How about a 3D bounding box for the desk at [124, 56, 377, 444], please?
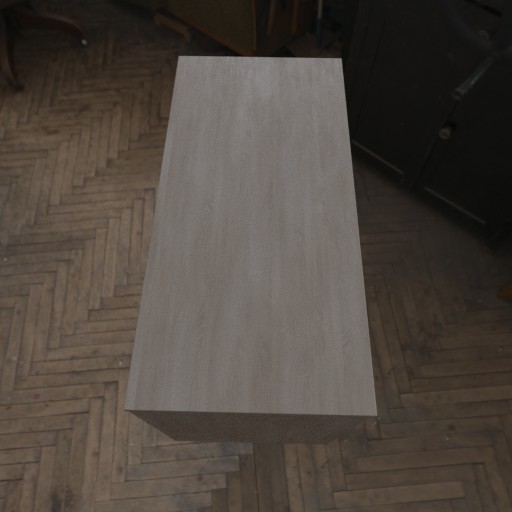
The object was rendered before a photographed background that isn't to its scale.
[{"bbox_3d":[0.000,0.000,1.680,0.600,0.770,1.251,1,62,1],"label":"desk"}]
